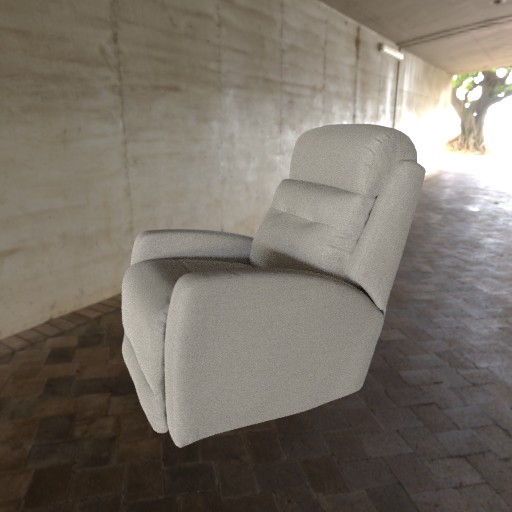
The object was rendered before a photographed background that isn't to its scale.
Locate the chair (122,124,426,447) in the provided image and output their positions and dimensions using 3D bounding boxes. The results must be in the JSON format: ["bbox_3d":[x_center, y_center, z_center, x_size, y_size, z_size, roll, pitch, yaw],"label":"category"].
[{"bbox_3d":[0.000,0.000,1.770,1.043,1.013,0.798,-7,18,-24],"label":"chair"}]
